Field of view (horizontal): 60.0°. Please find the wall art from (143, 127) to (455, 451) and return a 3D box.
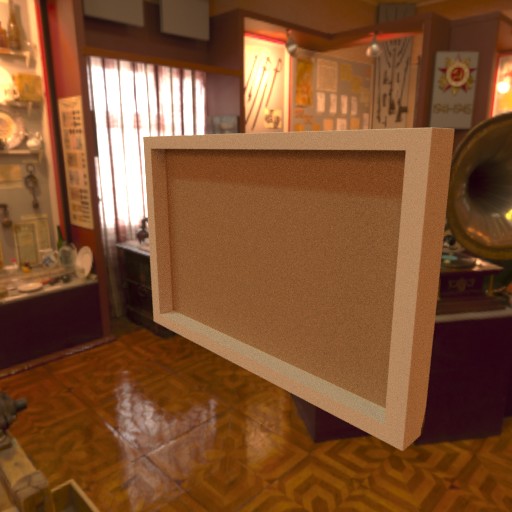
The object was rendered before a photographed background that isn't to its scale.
[{"bbox_3d":[0.000,0.000,0.478,0.039,0.254,0.384,-13,19,-42],"label":"wall art"}]
